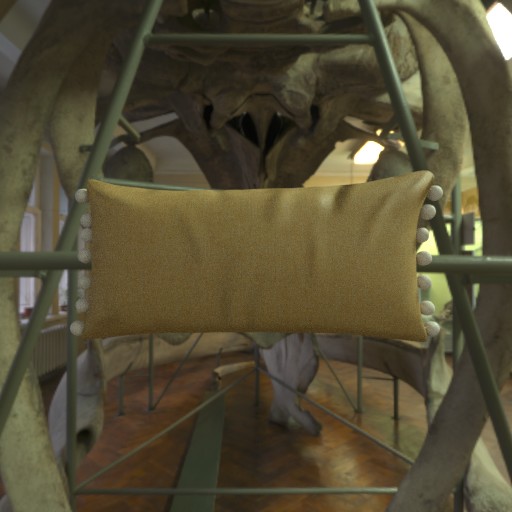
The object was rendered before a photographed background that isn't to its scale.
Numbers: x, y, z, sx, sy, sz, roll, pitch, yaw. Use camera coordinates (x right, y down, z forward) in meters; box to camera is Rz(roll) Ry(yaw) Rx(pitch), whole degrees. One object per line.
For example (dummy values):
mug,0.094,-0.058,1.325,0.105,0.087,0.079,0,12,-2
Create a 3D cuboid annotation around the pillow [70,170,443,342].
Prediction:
pillow,0.000,0.000,0.833,0.709,0.322,0.201,0,-1,1
